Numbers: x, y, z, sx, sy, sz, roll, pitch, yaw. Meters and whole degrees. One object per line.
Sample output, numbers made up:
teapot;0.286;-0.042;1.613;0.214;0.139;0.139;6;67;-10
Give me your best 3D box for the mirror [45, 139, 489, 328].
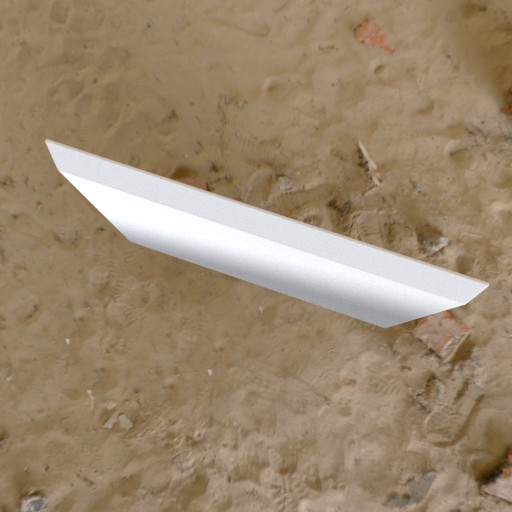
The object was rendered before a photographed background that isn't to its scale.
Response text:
mirror;0.000;0.000;1.126;0.870;0.630;0.030;19;77;5
